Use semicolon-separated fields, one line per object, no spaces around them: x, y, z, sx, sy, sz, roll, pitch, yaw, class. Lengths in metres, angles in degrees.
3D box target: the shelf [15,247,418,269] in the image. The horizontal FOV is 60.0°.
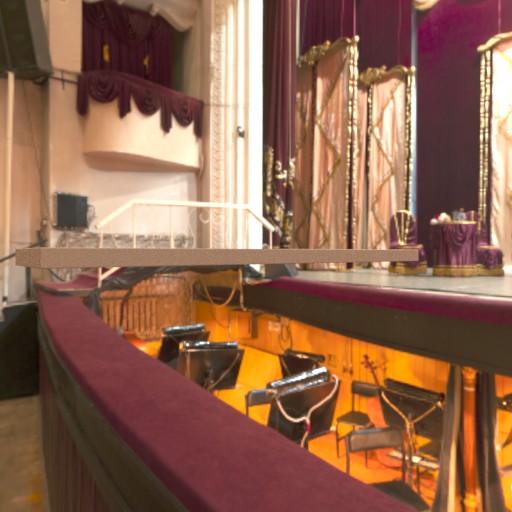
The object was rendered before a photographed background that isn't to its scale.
0.000;0.000;0.653;0.610;0.020;0.140;0;1;-37;shelf
